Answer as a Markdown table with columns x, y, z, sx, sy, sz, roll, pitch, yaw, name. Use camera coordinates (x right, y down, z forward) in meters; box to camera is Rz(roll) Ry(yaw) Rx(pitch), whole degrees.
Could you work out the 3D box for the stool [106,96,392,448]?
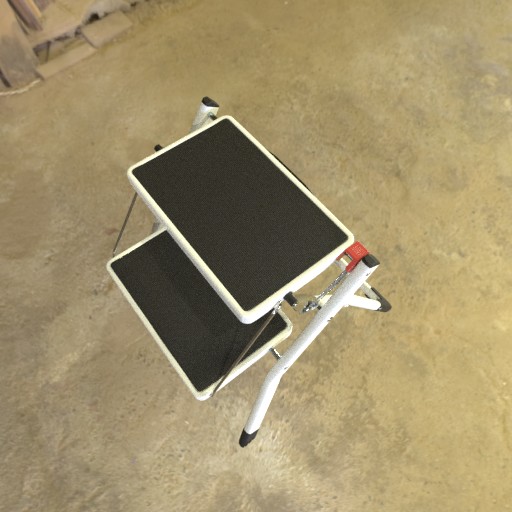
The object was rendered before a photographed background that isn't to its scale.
| x | y | z | sx | sy | sz | roll | pitch | yaw | name |
| --- | --- | --- | --- | --- | --- | --- | --- | --- | --- |
| 0.000 | 0.000 | 0.865 | 0.490 | 0.445 | 0.485 | -34 | 67 | -17 | stool |
